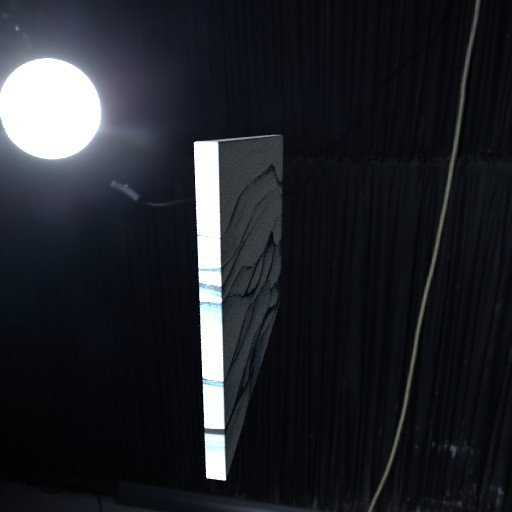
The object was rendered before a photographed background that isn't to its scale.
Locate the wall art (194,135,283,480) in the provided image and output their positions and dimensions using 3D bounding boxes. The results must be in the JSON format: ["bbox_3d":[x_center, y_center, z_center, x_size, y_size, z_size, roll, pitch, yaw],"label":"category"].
[{"bbox_3d":[0.000,0.000,1.175,0.039,0.609,0.914,3,16,9],"label":"wall art"}]
